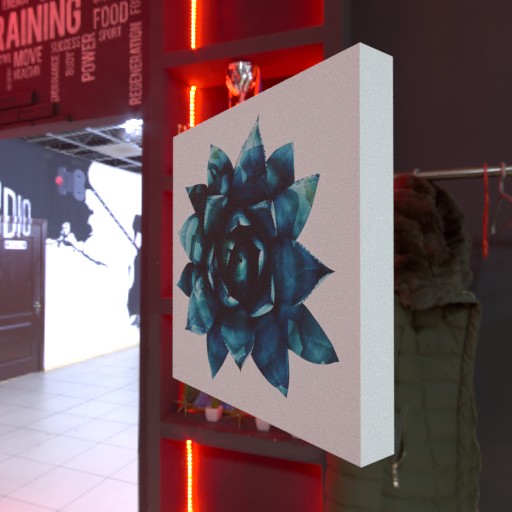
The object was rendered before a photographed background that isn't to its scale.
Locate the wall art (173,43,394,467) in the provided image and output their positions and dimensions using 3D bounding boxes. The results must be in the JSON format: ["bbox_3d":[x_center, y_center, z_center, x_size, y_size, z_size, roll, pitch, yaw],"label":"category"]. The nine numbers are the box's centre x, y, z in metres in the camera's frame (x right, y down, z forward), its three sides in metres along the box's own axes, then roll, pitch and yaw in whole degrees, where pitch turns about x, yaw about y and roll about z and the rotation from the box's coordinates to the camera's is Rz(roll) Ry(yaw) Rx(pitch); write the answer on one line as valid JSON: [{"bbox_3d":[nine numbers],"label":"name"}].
[{"bbox_3d":[0.000,0.000,0.451,0.038,0.305,0.305,0,-1,-36],"label":"wall art"}]
